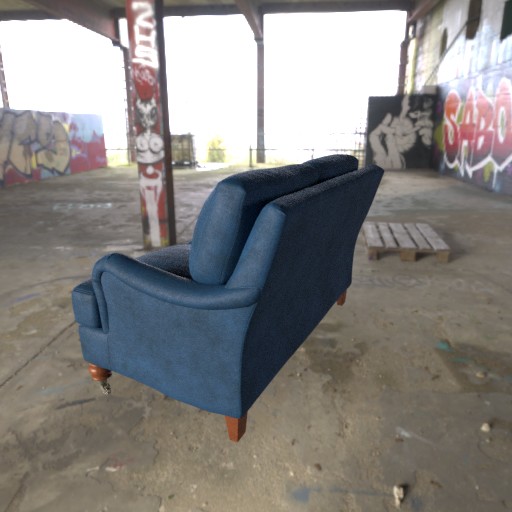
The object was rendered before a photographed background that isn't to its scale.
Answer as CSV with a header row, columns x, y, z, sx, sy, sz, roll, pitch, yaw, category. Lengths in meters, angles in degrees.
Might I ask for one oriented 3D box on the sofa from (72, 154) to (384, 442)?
x,y,z,sx,sy,sz,roll,pitch,yaw,category
0.000,0.000,2.583,1.084,1.101,1.853,8,18,25,sofa
